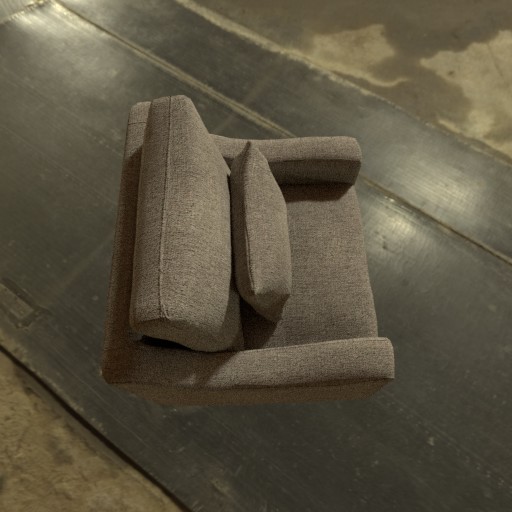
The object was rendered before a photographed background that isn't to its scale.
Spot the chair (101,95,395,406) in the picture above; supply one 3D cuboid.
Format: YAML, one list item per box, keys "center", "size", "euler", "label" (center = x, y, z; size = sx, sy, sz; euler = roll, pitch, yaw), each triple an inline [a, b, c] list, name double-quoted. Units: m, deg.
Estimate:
- center: [0.000, 0.000, 1.893]
  size: [1.009, 1.037, 1.138]
  euler: [-2, 65, -1]
  label: "chair"
